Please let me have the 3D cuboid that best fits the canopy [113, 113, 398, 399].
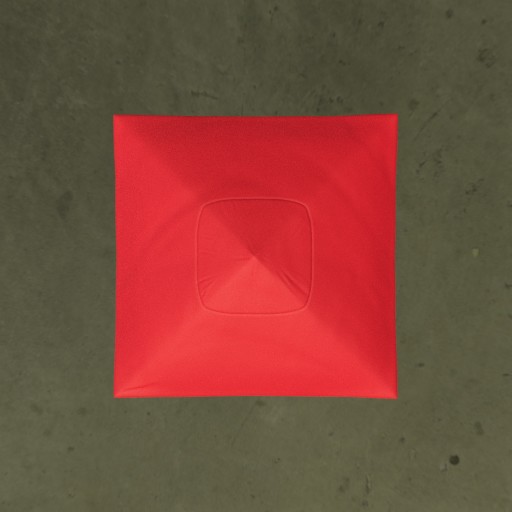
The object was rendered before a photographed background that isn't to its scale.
[{"bbox_3d":[0.000,0.000,5.372,2.998,2.997,2.996,0,90,1],"label":"canopy"}]
